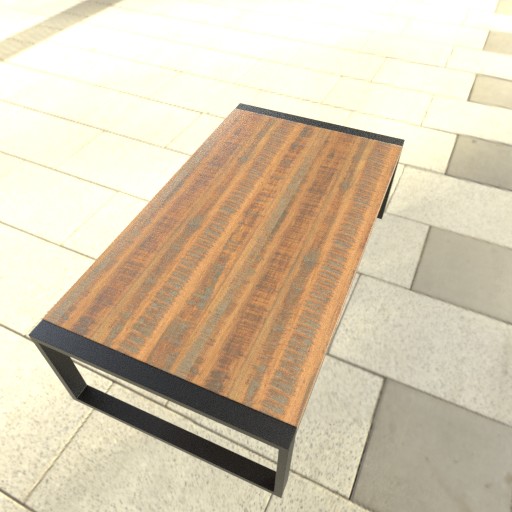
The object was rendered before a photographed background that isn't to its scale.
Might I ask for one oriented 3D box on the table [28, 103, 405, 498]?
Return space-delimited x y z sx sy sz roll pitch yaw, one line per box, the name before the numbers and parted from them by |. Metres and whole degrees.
table | 0.000 0.000 1.656 0.750 0.400 1.350 18 50 16
